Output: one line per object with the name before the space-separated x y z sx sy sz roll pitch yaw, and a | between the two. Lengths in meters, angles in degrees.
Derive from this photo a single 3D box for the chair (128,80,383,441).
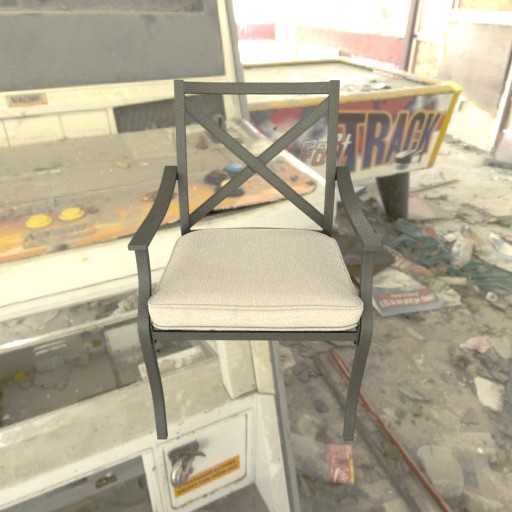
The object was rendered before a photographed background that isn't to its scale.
chair | 0.000 0.000 1.297 0.575 0.889 0.620 0 30 0
